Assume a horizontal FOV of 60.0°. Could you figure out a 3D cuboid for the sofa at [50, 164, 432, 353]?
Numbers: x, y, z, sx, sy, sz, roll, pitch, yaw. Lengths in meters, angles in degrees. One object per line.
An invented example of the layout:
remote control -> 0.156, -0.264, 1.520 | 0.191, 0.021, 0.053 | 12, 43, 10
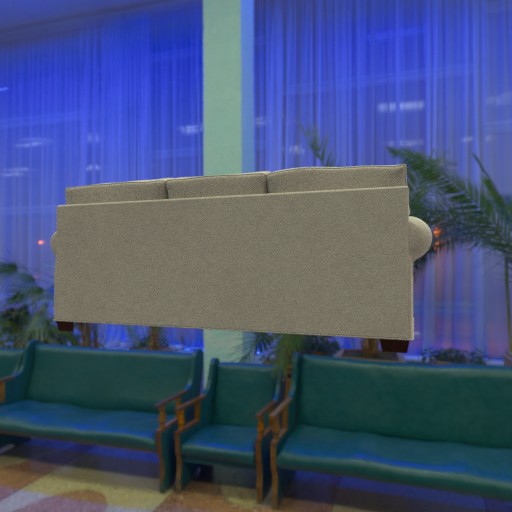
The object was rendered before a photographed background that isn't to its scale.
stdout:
sofa -> 0.000, 0.000, 2.437 | 1.770, 0.734, 1.226 | 0, -1, 20
